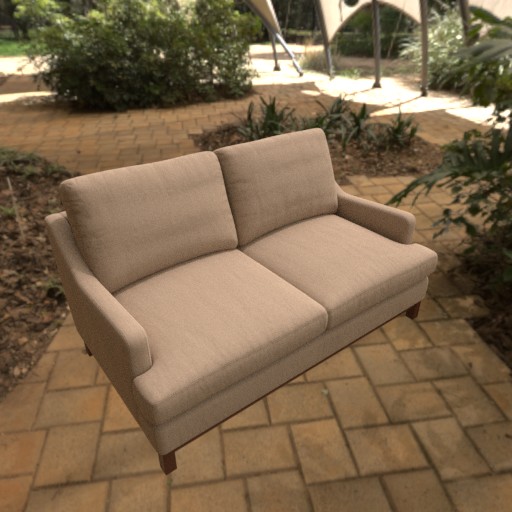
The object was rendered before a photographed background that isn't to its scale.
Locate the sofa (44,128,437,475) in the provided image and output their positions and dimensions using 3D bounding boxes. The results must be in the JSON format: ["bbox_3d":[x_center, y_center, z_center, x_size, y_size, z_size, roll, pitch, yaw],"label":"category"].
[{"bbox_3d":[0.000,0.000,2.141,1.619,0.910,1.004,-21,36,-32],"label":"sofa"}]
